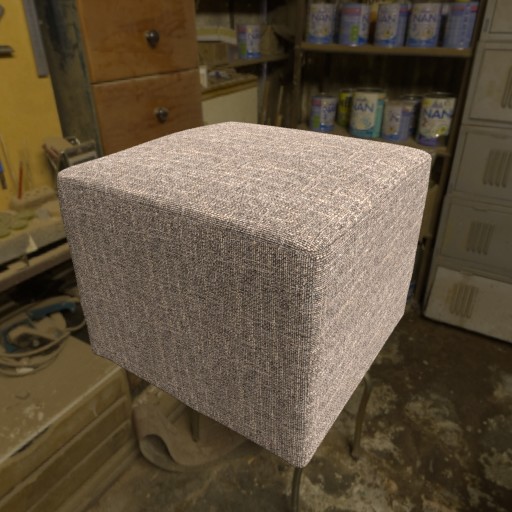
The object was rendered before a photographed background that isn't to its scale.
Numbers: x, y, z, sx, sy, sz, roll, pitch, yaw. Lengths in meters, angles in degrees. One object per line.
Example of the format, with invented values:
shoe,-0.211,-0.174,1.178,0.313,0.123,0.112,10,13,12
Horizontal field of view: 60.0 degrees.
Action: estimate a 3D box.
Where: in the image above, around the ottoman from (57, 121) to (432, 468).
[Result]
ottoman,0.000,0.000,0.904,0.521,0.453,0.512,18,33,29
